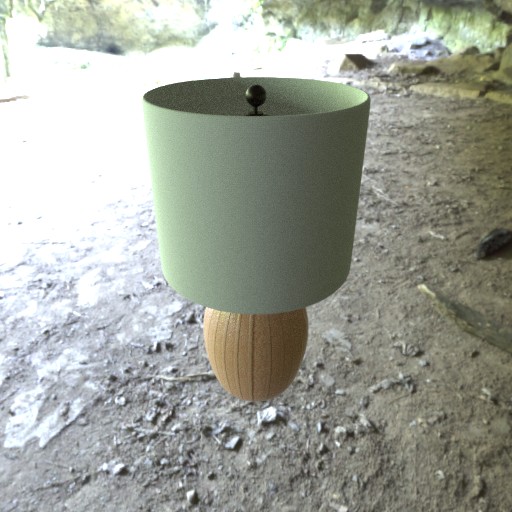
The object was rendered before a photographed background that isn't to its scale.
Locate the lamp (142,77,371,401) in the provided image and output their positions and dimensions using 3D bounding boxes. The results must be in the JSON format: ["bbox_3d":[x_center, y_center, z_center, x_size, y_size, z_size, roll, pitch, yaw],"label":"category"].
[{"bbox_3d":[0.000,0.000,0.783,0.329,0.570,0.329,0,30,0],"label":"lamp"}]
